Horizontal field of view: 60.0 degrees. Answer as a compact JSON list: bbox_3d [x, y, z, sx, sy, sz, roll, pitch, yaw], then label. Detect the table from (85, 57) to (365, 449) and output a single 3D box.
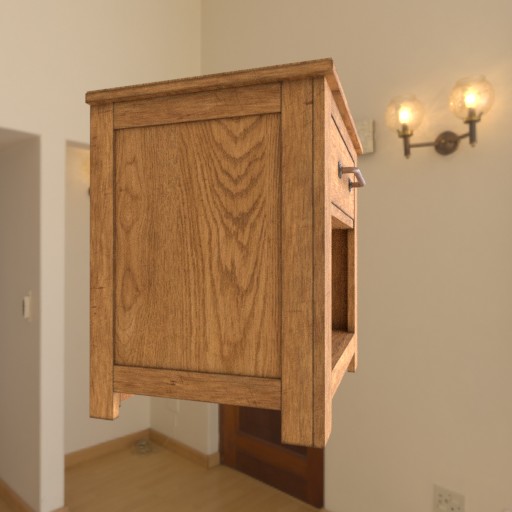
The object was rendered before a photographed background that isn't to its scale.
[{"bbox_3d":[0.000,0.000,1.052,0.494,0.625,0.601,0,0,18],"label":"table"}]
